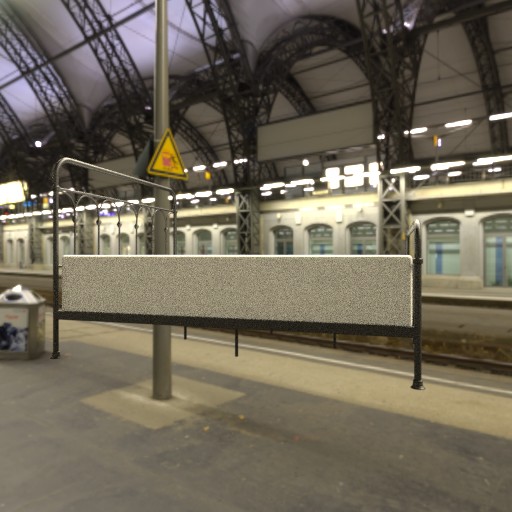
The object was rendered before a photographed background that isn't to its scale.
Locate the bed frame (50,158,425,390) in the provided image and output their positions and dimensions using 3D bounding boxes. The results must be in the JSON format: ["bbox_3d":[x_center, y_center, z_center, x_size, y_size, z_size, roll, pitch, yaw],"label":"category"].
[{"bbox_3d":[0.000,0.000,3.226,2.203,1.276,1.664,0,0,17],"label":"bed frame"}]
